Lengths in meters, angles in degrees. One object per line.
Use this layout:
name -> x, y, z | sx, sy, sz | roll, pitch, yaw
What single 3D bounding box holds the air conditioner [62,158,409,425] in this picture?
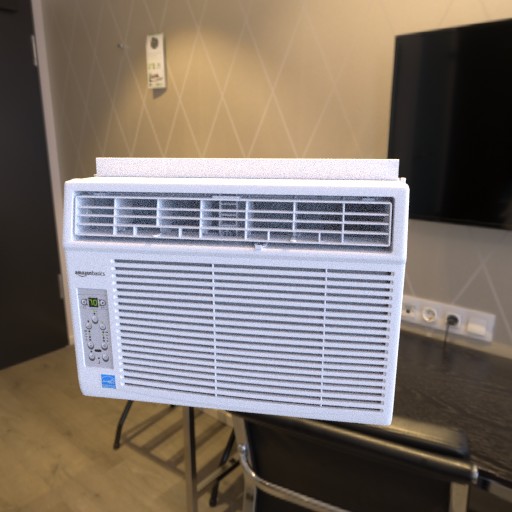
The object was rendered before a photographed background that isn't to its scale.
air conditioner -> 0.000, 0.000, 0.881 | 0.503, 0.388, 0.546 | 2, 14, 9
